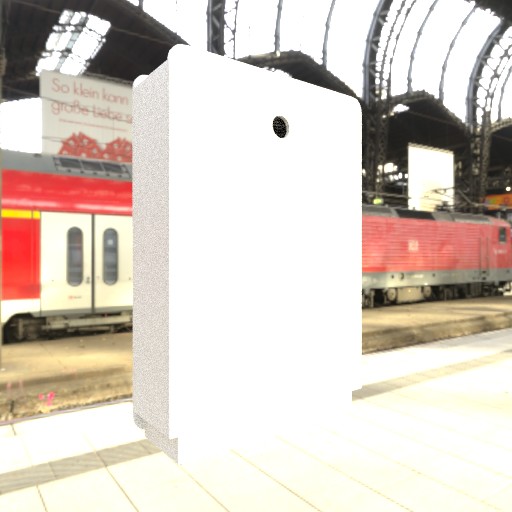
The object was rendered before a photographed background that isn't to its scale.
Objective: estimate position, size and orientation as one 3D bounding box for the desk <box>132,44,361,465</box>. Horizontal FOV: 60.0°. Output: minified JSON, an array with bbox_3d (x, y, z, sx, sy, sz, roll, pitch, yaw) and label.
[{"bbox_3d":[0.000,0.000,1.565,0.795,1.190,0.278,0,0,-36],"label":"desk"}]
